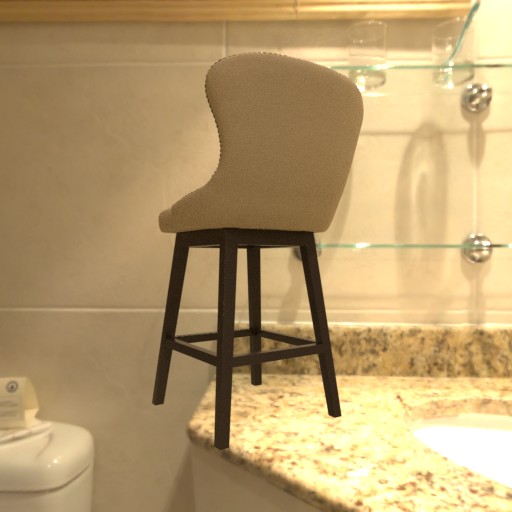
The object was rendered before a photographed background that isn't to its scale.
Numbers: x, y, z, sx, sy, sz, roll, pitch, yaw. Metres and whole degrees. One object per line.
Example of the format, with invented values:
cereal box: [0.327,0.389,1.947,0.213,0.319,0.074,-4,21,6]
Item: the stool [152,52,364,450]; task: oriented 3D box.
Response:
stool: [0.000,0.000,1.349,0.528,0.971,0.593,0,-1,-35]
